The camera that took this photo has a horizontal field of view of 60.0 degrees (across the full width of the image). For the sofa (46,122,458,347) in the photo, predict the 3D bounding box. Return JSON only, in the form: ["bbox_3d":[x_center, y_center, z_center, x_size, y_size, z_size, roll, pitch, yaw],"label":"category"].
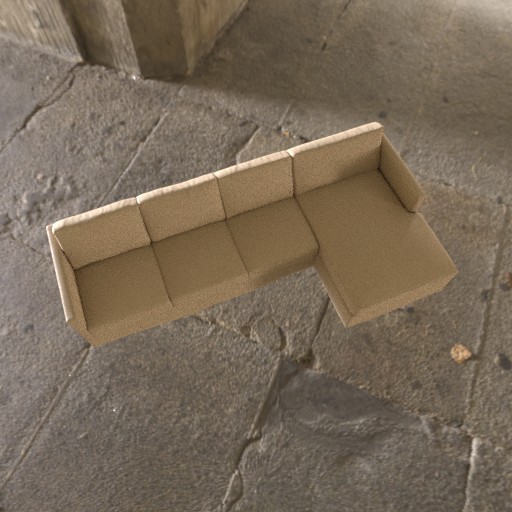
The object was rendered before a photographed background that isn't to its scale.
[{"bbox_3d":[0.000,0.000,3.890,3.206,0.871,1.622,-20,65,-10],"label":"sofa"}]
